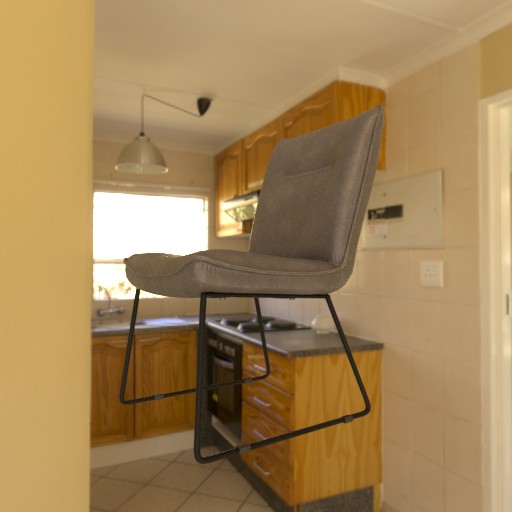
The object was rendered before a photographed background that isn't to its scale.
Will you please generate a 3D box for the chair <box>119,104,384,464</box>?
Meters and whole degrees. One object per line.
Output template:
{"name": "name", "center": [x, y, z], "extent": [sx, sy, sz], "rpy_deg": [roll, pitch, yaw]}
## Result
{"name": "chair", "center": [0.000, 0.000, 1.370], "extent": [0.688, 0.932, 0.515], "rpy_deg": [1, -1, -36]}
